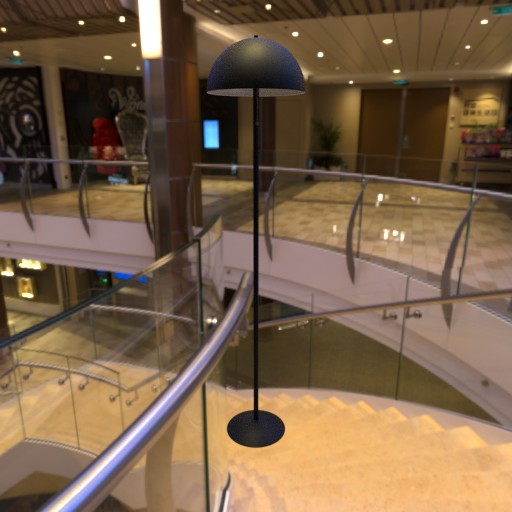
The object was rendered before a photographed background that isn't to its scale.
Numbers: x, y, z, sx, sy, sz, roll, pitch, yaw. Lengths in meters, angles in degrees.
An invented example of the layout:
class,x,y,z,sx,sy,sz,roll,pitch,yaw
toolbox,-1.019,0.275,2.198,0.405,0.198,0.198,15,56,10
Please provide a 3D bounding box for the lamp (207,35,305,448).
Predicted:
class,x,y,z,sx,sy,sz,roll,pitch,yaw
lamp,0.000,0.000,1.633,0.328,1.480,0.328,-8,18,-26
